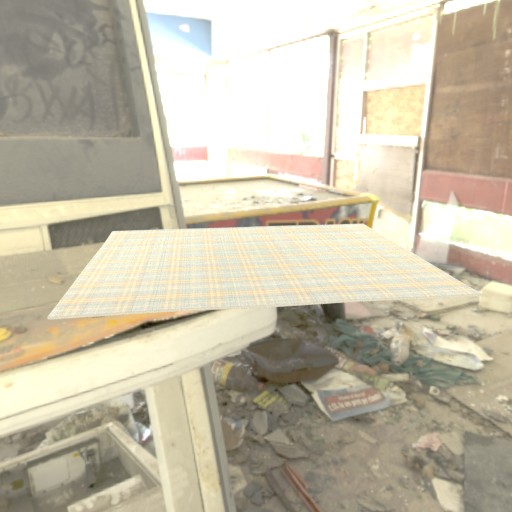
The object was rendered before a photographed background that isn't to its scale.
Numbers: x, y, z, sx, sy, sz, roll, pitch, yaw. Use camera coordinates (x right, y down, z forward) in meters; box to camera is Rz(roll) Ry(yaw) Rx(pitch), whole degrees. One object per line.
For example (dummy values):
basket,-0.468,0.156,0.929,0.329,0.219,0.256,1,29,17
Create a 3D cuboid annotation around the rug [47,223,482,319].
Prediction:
rug,0.000,0.000,4.225,3.066,0.030,2.462,-2,17,-7
